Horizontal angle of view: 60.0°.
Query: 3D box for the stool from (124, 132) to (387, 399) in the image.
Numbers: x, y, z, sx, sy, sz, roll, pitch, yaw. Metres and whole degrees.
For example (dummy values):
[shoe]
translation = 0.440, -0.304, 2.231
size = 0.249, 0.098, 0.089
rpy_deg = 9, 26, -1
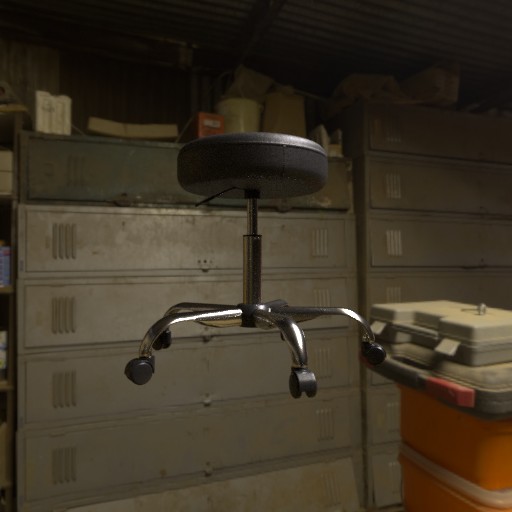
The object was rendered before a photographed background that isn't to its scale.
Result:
[stool]
translation = 0.000, 0.000, 1.172
size = 0.673, 0.576, 0.638
rpy_deg = 0, 0, -19
